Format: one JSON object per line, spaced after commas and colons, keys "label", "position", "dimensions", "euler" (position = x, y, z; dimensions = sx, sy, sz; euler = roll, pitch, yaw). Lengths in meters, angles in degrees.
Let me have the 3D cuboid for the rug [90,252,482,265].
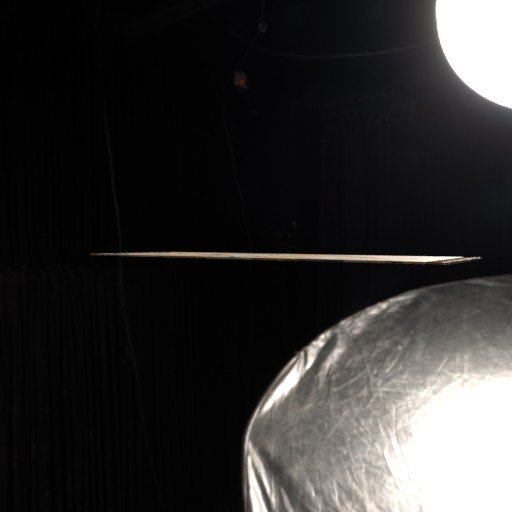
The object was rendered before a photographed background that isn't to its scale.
{"label": "rug", "position": [0.000, 0.000, 2.769], "dimensions": [2.437, 0.010, 0.783], "euler": [1, 2, 36]}
